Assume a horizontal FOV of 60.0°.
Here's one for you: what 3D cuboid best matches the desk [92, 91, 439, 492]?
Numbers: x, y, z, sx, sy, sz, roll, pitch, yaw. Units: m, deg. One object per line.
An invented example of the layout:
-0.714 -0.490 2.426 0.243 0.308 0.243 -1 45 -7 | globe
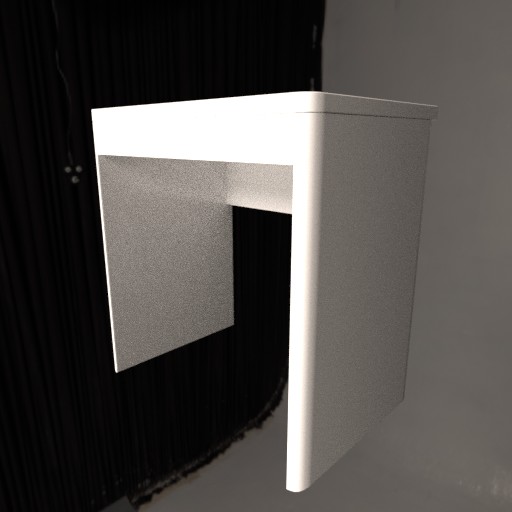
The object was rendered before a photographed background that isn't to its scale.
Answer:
0.000 0.000 1.263 0.762 0.800 0.549 14 20 42 | desk
